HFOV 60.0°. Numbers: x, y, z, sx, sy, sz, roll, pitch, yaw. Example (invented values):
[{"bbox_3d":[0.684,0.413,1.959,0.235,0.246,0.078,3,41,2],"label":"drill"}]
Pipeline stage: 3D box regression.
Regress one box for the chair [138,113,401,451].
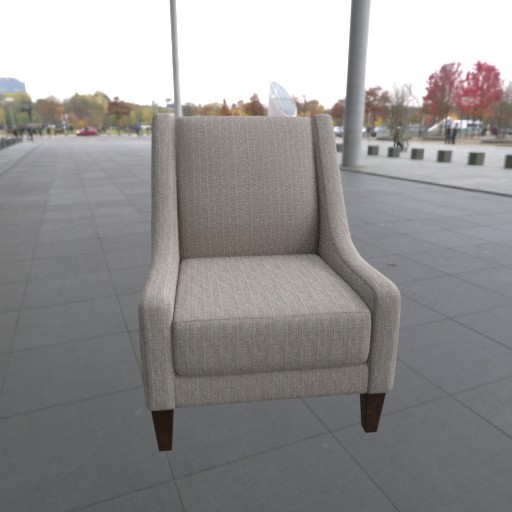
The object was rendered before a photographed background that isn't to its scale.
[{"bbox_3d":[0.000,0.000,1.625,0.774,1.014,0.870,-2,16,-7],"label":"chair"}]
